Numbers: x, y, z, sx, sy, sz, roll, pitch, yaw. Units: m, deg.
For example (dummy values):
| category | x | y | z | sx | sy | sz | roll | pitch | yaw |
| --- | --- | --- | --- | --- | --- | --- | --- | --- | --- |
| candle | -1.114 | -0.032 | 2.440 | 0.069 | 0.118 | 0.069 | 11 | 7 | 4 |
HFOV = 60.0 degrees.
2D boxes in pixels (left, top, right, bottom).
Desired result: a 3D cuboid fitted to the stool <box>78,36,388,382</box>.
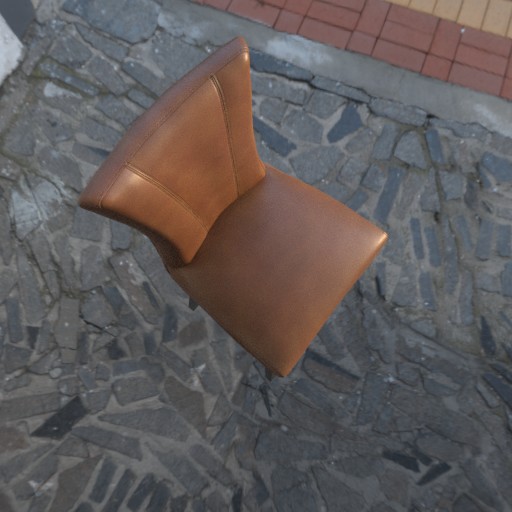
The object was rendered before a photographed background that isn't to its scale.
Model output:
| category | x | y | z | sx | sy | sz | roll | pitch | yaw |
| --- | --- | --- | --- | --- | --- | --- | --- | --- | --- |
| stool | 0.000 | 0.000 | 1.391 | 0.585 | 1.094 | 0.522 | 37 | 77 | 10 |
